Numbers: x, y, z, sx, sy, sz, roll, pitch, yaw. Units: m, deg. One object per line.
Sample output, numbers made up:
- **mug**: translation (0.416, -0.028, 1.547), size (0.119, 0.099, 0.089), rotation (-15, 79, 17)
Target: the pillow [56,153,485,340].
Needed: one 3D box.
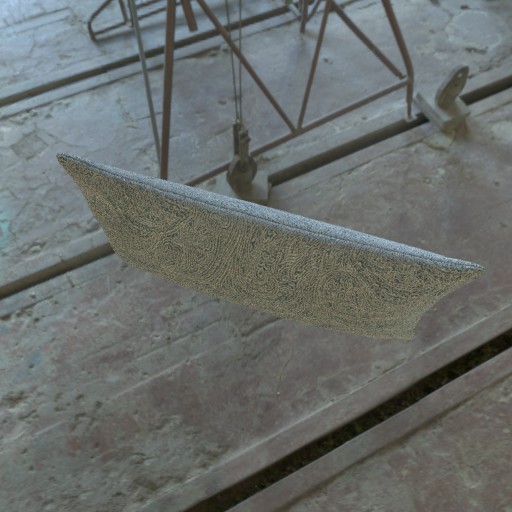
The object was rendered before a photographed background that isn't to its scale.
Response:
- **pillow**: translation (0.000, 0.000, 0.735), size (0.615, 0.295, 0.151), rotation (16, 64, 8)
